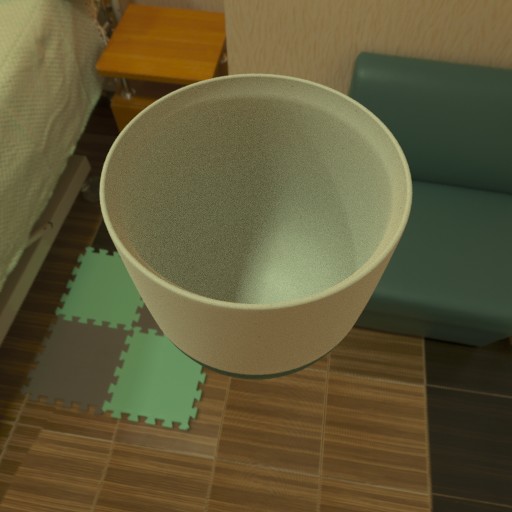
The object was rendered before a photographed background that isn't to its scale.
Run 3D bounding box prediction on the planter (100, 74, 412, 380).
[{"bbox_3d":[0.000,0.000,0.383,0.204,0.214,0.204,0,58,0],"label":"planter"}]
